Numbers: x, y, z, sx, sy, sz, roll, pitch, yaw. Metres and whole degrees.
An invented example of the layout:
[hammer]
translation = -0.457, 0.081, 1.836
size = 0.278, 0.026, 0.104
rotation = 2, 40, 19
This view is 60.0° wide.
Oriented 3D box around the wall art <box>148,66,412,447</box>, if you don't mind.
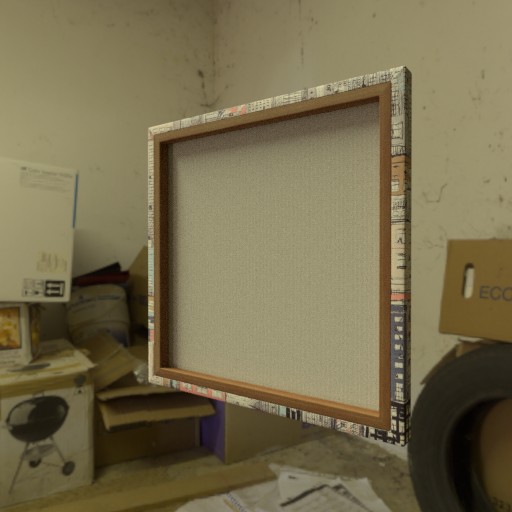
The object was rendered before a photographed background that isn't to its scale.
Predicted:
[wall art]
translation = 0.000, 0.000, 0.894
size = 0.607, 0.608, 0.038
rotation = 0, 1, 36
